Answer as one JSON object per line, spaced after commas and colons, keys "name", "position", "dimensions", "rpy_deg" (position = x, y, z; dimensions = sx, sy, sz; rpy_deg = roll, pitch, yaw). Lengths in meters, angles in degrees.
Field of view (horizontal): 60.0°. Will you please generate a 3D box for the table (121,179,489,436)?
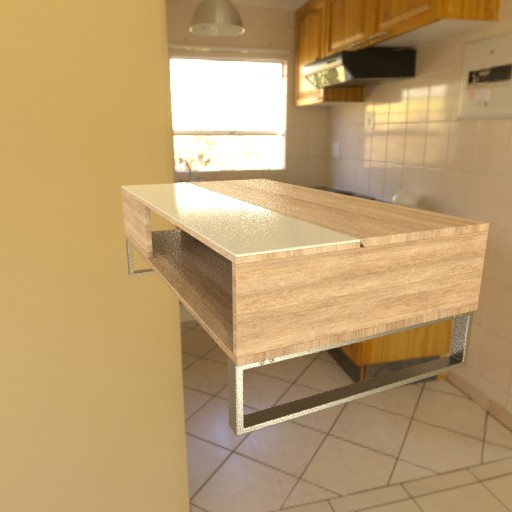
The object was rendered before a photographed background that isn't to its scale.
{"name": "table", "position": [0.000, 0.000, 1.364], "dimensions": [0.600, 0.350, 1.100], "rpy_deg": [-7, 17, -25]}
